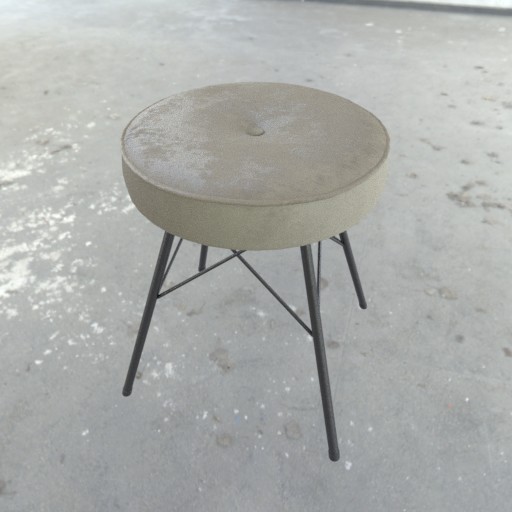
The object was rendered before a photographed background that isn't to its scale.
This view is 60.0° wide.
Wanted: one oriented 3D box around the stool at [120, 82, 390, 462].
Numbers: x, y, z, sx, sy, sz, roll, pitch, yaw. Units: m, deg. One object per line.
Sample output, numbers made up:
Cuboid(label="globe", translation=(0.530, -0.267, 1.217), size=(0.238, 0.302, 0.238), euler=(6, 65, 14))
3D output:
Cuboid(label="stool", translation=(0.000, 0.000, 0.844), size=(0.457, 0.538, 0.423), euler=(12, 42, 13))
